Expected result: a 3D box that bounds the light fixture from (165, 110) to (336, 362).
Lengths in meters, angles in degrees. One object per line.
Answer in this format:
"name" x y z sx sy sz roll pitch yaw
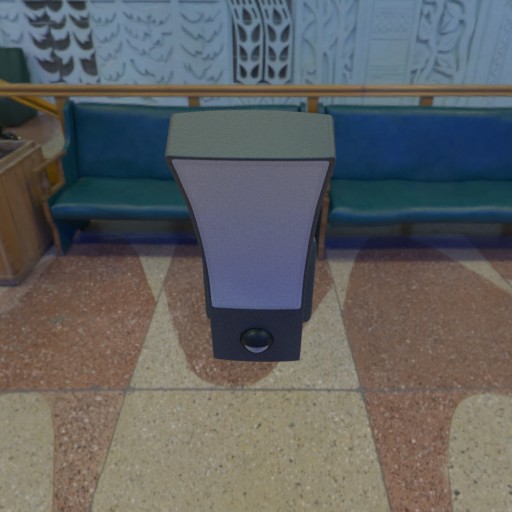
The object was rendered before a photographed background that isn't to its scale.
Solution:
"light fixture" 0.000 0.000 0.336 0.108 0.243 0.174 1 30 2
